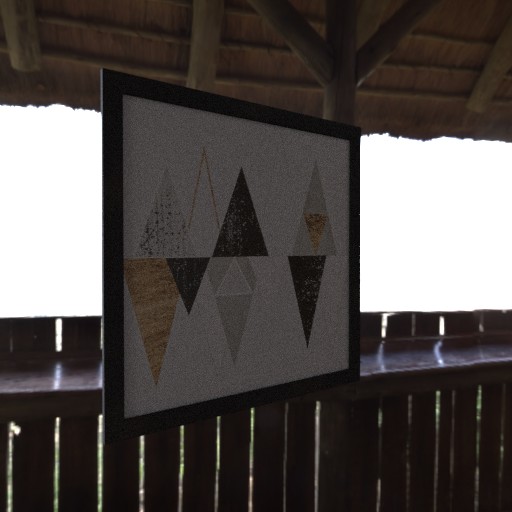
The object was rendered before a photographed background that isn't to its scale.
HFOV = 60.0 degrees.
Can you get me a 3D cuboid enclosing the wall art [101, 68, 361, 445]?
[{"bbox_3d":[0.000,0.000,1.209,0.823,0.823,0.013,-1,1,-35],"label":"wall art"}]
